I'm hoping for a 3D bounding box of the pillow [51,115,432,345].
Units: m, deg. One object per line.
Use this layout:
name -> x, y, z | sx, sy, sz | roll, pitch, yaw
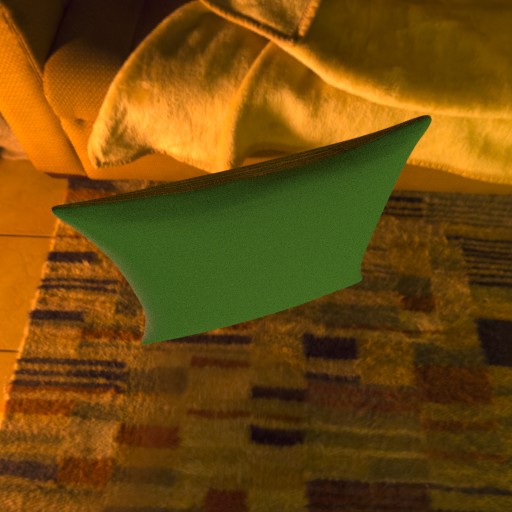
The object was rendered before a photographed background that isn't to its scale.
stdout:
pillow -> 0.000, 0.000, 0.778 | 0.514, 0.497, 0.150 | -15, 61, -9
